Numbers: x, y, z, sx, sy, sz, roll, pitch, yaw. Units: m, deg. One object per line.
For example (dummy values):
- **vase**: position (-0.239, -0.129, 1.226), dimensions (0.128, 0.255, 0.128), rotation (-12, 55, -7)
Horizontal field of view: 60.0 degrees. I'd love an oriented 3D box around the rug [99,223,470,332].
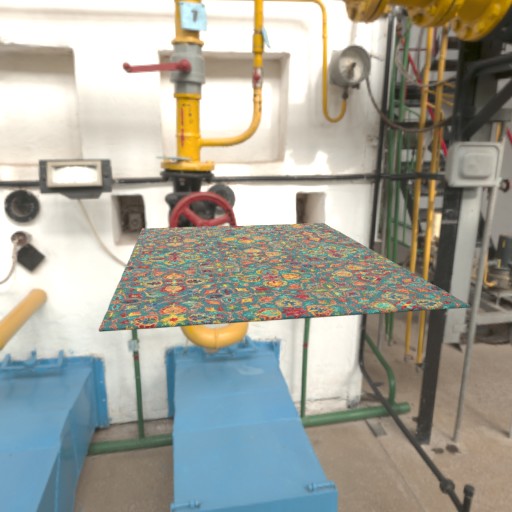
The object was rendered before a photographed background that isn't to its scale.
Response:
- **rug**: position (0.000, 0.000, 4.354), dimensions (2.434, 0.025, 3.204), rotation (-2, 15, -9)
